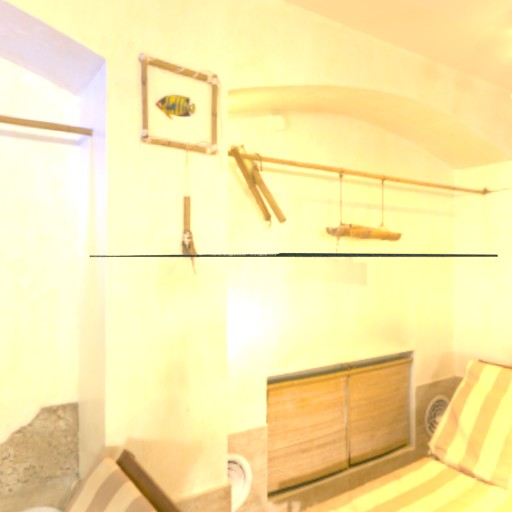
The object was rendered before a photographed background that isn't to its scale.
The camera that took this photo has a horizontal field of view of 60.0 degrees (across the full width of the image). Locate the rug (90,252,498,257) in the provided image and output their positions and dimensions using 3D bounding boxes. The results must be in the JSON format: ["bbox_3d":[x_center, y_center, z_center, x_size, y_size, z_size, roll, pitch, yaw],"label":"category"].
[{"bbox_3d":[0.000,0.000,2.969,1.530,0.015,2.449,0,0,-35],"label":"rug"}]
